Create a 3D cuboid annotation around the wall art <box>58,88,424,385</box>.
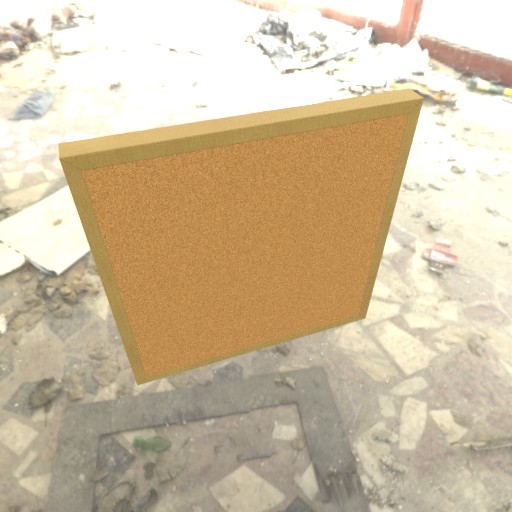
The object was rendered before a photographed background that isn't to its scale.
[{"bbox_3d":[0.000,0.000,0.772,0.508,0.508,0.038,-13,45,-14],"label":"wall art"}]
